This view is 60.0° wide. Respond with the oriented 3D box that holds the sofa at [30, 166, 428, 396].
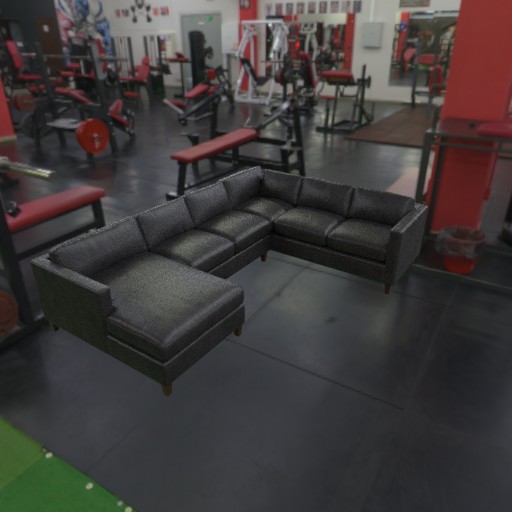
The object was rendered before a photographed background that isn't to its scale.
[{"bbox_3d":[0.000,0.000,4.534,2.452,0.891,3.324,17,32,30],"label":"sofa"}]
